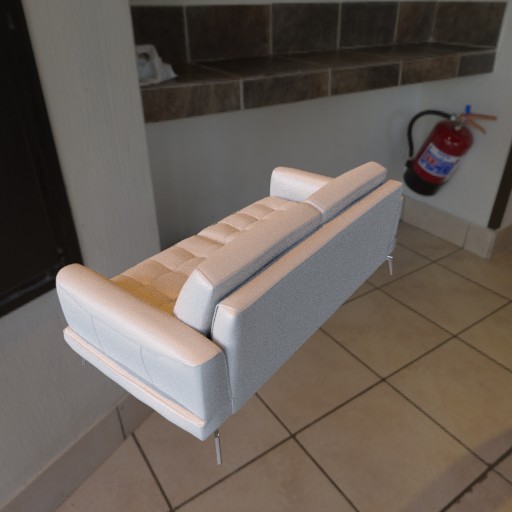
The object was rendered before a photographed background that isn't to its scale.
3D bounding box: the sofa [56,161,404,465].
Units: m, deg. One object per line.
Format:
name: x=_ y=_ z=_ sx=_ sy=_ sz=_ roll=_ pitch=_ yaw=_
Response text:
sofa: x=0.000 y=0.000 z=2.788 sx=1.121 sy=0.930 sz=2.177 roll=21 pitch=37 yaw=31
